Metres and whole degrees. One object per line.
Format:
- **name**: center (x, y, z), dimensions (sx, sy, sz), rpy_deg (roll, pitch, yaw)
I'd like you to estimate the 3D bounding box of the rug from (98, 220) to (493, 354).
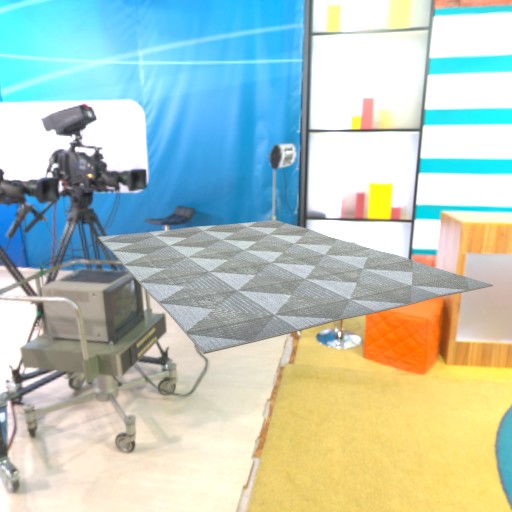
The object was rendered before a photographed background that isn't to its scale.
- **rug**: center (0.000, 0.000, 4.336), dimensions (2.428, 0.027, 3.333), rpy_deg (-8, 16, -27)
